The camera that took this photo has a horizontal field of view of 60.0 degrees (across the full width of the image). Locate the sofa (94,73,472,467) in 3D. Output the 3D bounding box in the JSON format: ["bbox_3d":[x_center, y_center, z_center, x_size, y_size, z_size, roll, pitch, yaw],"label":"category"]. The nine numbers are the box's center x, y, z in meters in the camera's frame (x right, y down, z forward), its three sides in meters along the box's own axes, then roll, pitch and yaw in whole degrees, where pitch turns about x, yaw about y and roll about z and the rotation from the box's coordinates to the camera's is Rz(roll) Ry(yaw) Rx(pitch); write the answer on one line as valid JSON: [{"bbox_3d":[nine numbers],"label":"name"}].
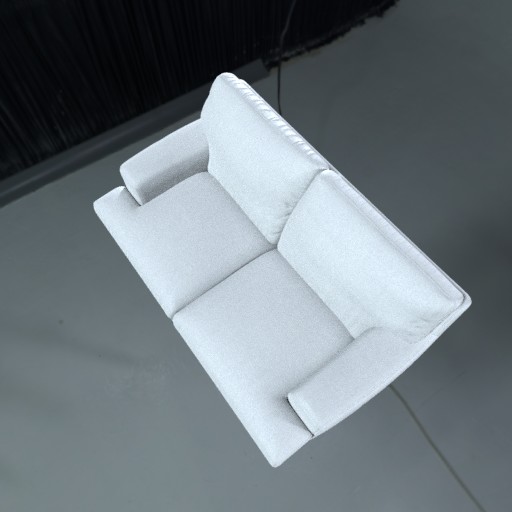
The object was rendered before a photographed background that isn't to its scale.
[{"bbox_3d":[0.000,0.000,2.451,1.143,0.940,1.880,-34,67,-16],"label":"sofa"}]
